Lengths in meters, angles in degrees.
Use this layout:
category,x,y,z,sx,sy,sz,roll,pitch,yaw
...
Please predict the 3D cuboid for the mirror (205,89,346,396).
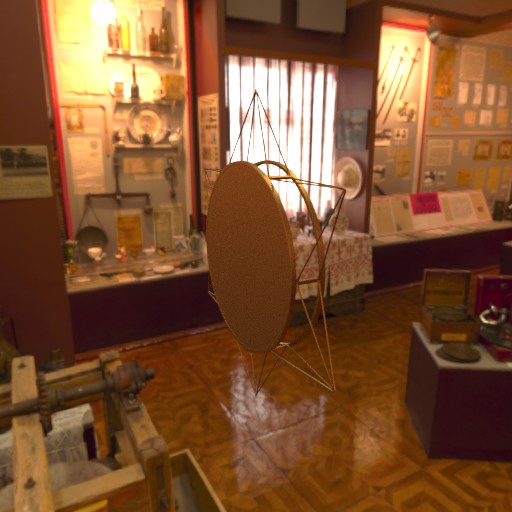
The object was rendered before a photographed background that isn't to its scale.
category,x,y,z,sx,sy,sz,roll,pitch,yaw
mirror,0.000,0.000,0.818,0.062,0.581,0.498,-7,16,-26
